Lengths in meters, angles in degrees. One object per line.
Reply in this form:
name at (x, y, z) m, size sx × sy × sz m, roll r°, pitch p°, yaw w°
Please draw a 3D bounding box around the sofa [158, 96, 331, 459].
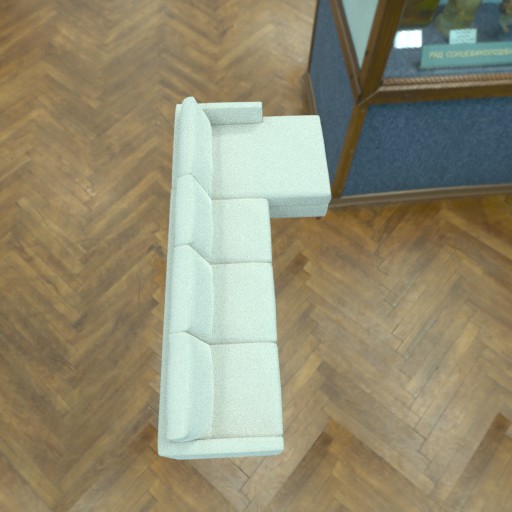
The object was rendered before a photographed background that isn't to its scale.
sofa at (0.000, 0.000, 4.232) m, size 1.606 × 0.954 × 3.471 m, roll -2°, pitch 63°, yaw -1°
